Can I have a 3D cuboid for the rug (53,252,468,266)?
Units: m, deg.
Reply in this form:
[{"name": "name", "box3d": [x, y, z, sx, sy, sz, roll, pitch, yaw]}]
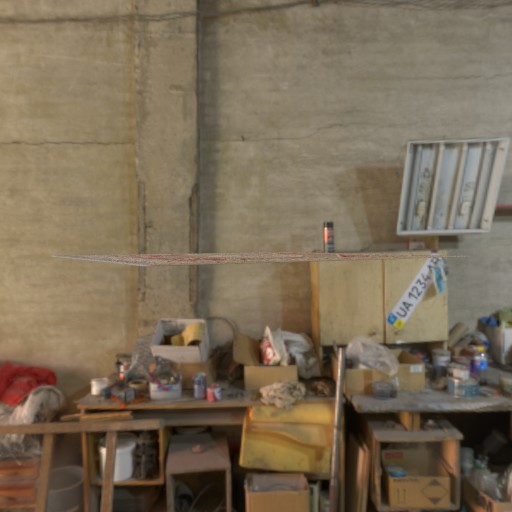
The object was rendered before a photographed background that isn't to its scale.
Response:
[{"name": "rug", "box3d": [0.000, 0.000, 4.175, 3.143, 0.008, 2.451, -1, 2, -35]}]
